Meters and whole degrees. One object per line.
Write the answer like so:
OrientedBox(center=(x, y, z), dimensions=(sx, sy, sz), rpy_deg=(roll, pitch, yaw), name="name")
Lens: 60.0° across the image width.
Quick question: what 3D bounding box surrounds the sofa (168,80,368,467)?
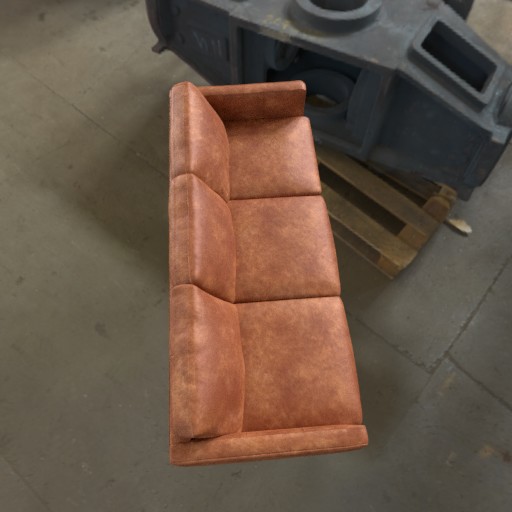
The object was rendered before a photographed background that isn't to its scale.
OrientedBox(center=(0.000, 0.000, 2.941), dimensions=(1.045, 1.006, 2.464), rpy_deg=(-4, 65, -2), name="sofa")
